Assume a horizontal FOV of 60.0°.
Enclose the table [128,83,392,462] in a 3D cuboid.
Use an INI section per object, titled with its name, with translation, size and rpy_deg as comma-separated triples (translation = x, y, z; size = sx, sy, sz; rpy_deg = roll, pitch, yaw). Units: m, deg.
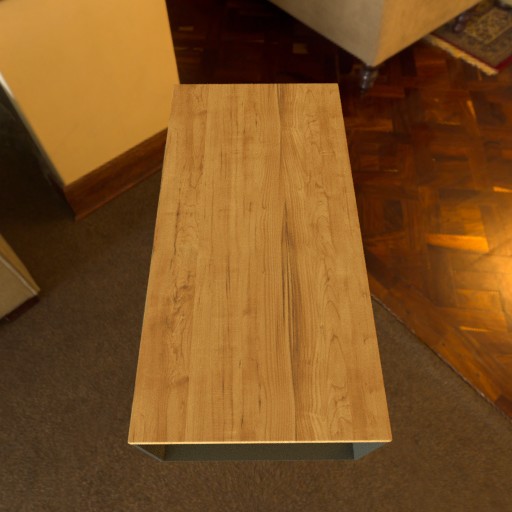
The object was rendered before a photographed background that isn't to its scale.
[table]
translation = 0.000, 0.000, 1.443
size = 0.590, 0.400, 1.180
rpy_deg = 0, 60, 0
